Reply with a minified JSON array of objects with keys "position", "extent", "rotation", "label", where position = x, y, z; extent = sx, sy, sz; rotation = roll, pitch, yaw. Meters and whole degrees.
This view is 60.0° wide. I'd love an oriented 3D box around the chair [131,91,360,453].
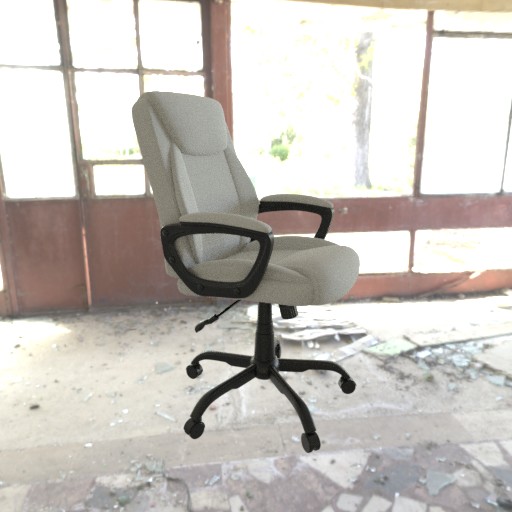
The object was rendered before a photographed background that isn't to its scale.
[{"position":[0.000,0.000,1.506],"extent":[0.669,1.065,0.663],"rotation":[8,16,27],"label":"chair"}]
